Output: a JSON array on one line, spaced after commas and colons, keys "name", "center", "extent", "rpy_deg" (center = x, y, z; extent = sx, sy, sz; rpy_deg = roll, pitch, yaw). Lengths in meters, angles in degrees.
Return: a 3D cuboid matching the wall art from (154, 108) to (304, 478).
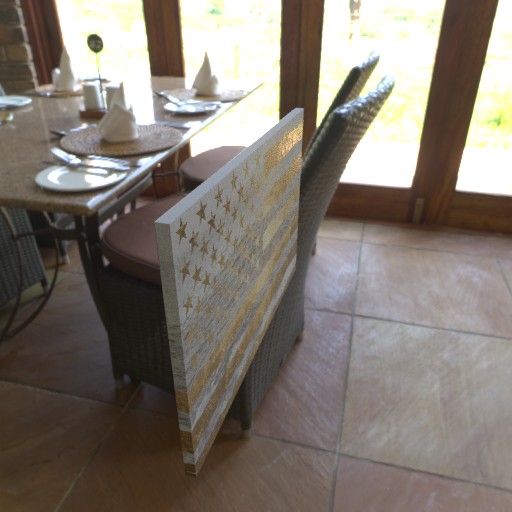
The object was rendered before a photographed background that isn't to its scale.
[{"name": "wall art", "center": [0.000, 0.000, 1.208], "extent": [0.027, 0.610, 0.932], "rpy_deg": [9, 30, 16]}]
